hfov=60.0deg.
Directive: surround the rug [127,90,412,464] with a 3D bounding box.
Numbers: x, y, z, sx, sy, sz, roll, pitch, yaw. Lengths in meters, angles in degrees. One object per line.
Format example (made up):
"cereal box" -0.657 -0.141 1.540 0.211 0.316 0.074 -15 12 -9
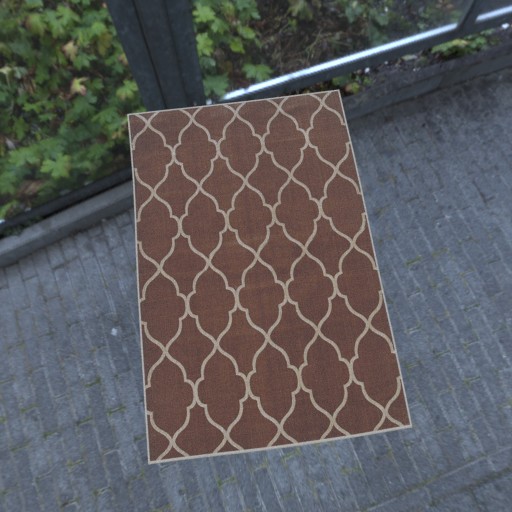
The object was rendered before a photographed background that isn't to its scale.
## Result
"rug" 0.000 0.000 2.834 1.528 0.014 2.294 -7 74 -2
